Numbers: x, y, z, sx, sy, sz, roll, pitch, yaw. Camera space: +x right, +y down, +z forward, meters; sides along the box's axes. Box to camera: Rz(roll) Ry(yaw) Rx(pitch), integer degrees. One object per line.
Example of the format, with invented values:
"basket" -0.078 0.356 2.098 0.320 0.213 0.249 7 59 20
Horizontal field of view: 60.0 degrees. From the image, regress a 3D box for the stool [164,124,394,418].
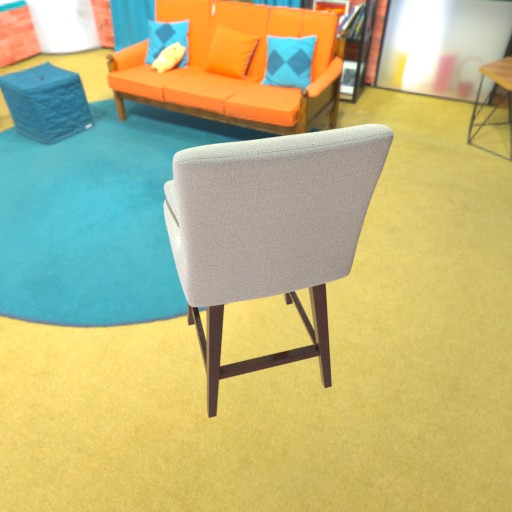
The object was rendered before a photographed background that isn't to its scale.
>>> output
"stool" 0.000 0.000 1.329 0.483 0.991 0.559 -10 42 -12
